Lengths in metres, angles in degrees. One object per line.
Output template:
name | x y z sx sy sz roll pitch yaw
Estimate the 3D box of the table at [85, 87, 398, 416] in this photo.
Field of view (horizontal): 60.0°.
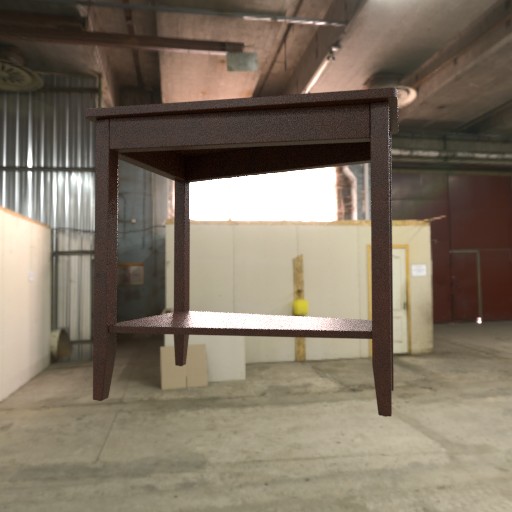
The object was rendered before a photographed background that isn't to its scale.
table | 0.000 0.000 0.982 0.605 0.589 0.399 -1 -2 18
